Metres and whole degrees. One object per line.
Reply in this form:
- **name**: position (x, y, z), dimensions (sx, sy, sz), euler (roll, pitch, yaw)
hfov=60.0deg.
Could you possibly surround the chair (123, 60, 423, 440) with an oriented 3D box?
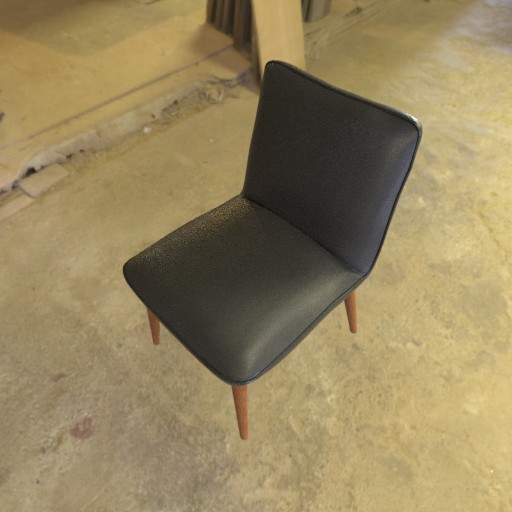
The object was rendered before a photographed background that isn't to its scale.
- **chair**: position (0.000, 0.000, 1.236), dimensions (0.543, 0.801, 0.645), euler (33, 55, 27)
